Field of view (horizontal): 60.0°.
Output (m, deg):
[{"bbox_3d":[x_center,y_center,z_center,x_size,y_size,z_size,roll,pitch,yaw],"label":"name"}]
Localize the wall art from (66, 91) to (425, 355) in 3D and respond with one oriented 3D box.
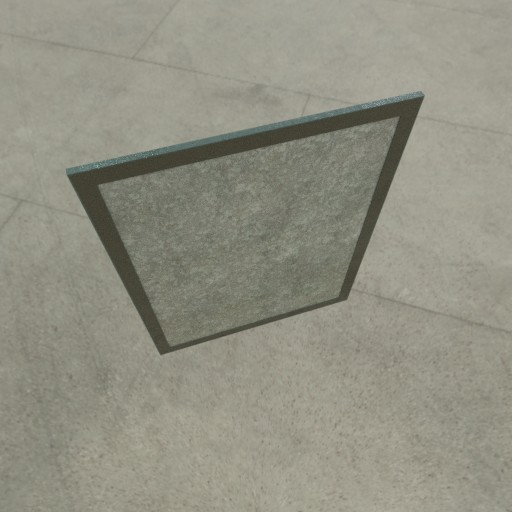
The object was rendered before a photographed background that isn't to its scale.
[{"bbox_3d":[0.000,0.000,1.329,0.767,0.983,0.030,-15,59,-9],"label":"wall art"}]
